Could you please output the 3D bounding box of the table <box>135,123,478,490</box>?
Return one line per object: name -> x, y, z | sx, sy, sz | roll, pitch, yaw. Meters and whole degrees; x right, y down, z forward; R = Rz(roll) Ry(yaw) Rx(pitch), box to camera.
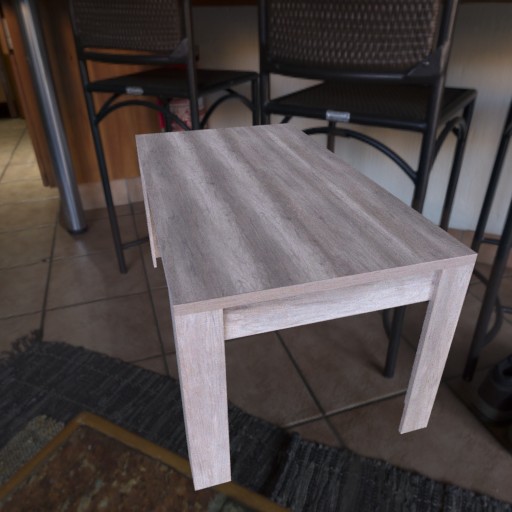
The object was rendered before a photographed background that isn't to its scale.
table -> 0.000, 0.000, 2.063 | 0.900, 0.775, 1.600 | -9, 32, -14
